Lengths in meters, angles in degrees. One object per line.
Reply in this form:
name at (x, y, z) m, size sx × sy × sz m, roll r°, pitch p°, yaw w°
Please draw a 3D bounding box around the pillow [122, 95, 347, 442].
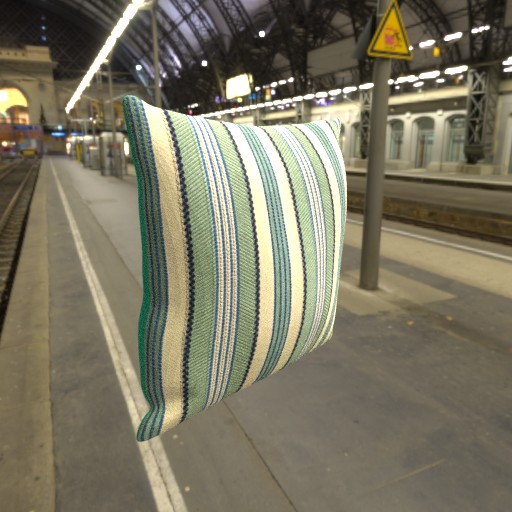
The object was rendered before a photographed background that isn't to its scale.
pillow at (0.000, 0.000, 0.686) m, size 0.182 × 0.441 × 0.440 m, roll 13°, pitch 19°, yaw 42°
